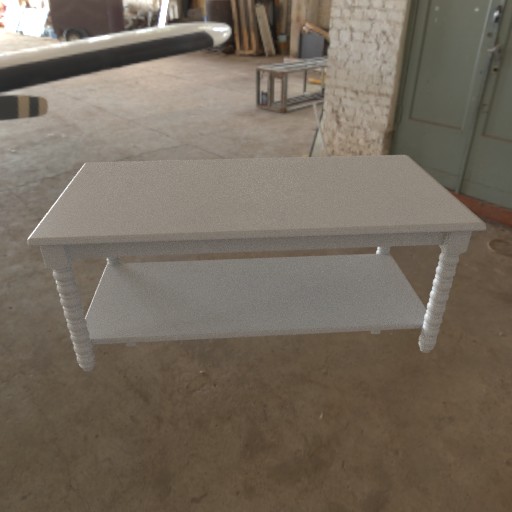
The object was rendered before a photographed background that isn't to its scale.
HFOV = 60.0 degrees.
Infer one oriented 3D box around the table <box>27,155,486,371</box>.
[{"bbox_3d":[0.000,0.000,1.486,1.171,0.487,0.580,-2,31,-4],"label":"table"}]
